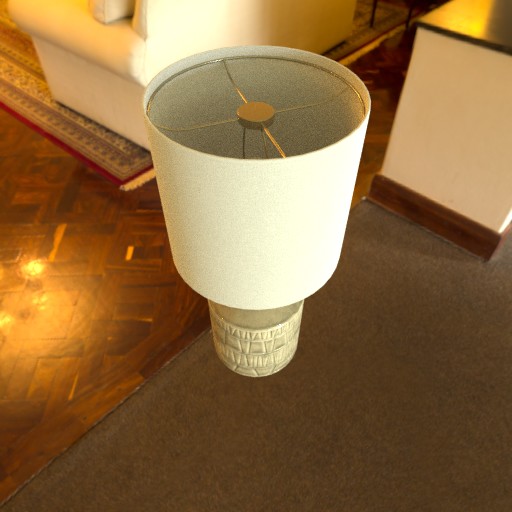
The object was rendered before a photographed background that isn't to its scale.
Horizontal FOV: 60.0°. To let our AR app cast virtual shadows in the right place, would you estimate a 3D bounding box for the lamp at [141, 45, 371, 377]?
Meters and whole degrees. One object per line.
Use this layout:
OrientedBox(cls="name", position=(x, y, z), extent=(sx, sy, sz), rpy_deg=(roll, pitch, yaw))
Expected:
OrientedBox(cls="lamp", position=(0.000, 0.000, 0.582), extent=(0.211, 0.455, 0.211), rpy_deg=(-5, 48, -4))
